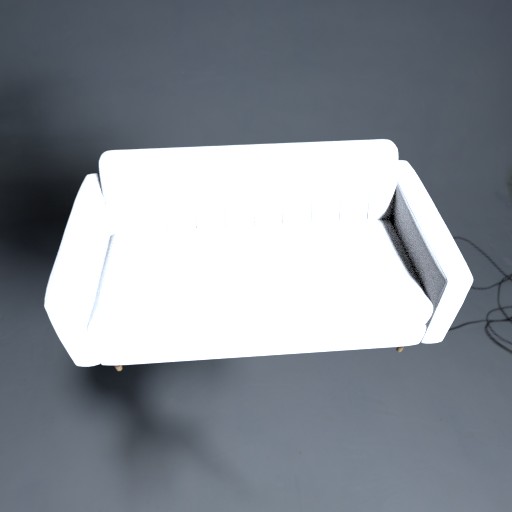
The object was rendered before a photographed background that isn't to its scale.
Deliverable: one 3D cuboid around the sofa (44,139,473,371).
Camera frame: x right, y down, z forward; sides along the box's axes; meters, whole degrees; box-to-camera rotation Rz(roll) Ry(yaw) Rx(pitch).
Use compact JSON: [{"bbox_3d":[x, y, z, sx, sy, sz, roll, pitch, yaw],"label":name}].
[{"bbox_3d":[0.000,0.000,2.393,1.895,0.814,0.969,-3,46,-3],"label":"sofa"}]
